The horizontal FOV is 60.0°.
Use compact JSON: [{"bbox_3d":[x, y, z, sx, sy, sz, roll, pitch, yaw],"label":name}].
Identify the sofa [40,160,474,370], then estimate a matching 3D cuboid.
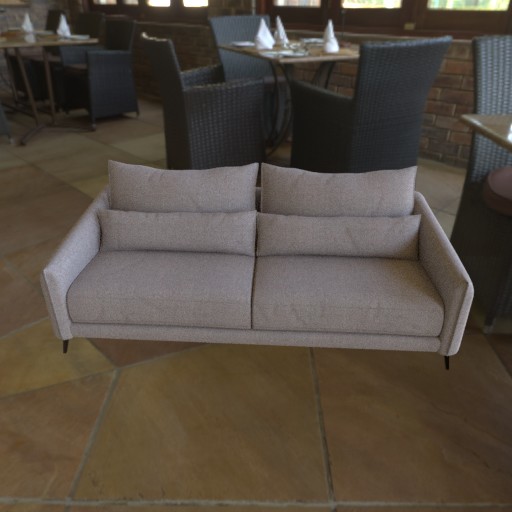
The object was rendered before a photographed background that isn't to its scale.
[{"bbox_3d":[0.000,0.000,2.380,2.022,0.833,0.809,2,30,3],"label":"sofa"}]
